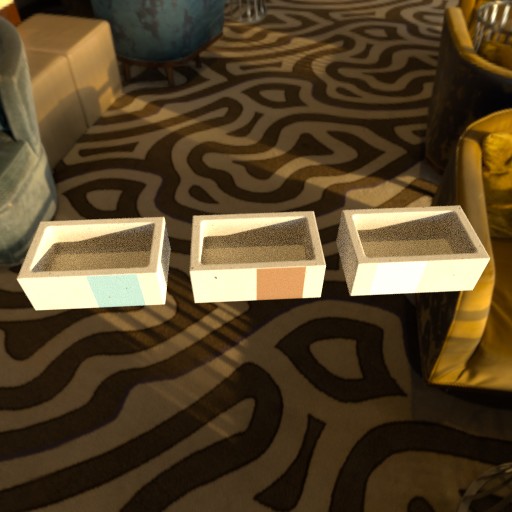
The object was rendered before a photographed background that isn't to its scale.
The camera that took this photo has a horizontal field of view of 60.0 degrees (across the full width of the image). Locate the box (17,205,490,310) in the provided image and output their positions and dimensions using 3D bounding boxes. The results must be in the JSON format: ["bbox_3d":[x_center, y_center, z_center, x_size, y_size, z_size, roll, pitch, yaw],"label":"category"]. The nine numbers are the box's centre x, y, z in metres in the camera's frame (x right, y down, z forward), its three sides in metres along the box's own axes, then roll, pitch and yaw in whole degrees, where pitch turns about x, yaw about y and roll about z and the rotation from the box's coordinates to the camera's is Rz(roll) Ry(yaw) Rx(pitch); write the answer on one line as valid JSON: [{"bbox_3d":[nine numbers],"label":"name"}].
[{"bbox_3d":[0.000,0.000,0.476,0.461,0.051,0.082,-2,47,-2],"label":"box"}]
